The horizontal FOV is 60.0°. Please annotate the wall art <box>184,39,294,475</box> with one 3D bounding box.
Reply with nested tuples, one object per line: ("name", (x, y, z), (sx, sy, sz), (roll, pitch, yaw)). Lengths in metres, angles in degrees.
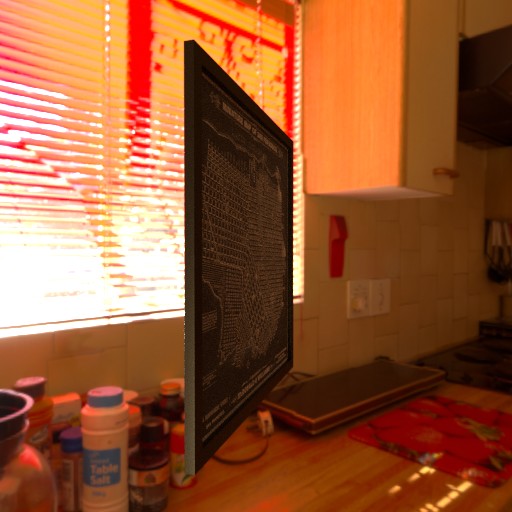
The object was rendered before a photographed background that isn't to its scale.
("wall art", (0.000, 0.000, 0.684), (0.012, 0.458, 0.457), (0, 1, 18))
